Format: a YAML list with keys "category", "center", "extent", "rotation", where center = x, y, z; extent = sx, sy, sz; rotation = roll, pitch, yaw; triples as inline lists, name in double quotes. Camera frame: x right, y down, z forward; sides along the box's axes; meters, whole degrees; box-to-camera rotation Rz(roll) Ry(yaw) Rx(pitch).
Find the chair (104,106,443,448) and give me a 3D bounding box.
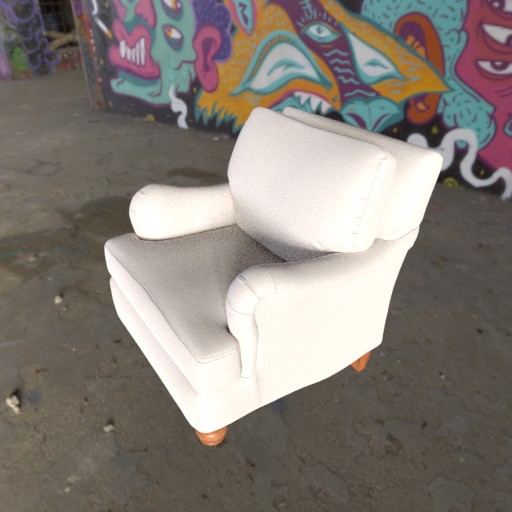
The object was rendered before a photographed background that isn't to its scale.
- category: "chair"
  center: [0.000, 0.000, 1.885]
  extent: [1.070, 1.038, 0.955]
  rotation: [-20, 36, -29]
